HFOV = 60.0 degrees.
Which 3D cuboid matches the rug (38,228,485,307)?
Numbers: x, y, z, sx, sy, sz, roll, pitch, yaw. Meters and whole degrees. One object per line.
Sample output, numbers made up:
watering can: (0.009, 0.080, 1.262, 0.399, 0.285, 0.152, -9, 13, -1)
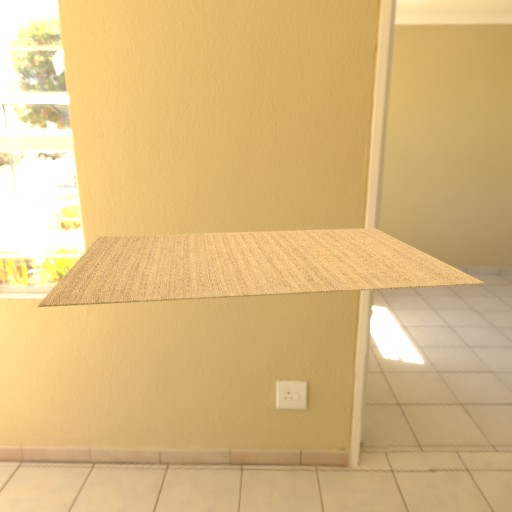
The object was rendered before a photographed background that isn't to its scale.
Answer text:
rug: (0.000, 0.000, 2.258, 1.752, 0.006, 1.142, -2, 15, -8)
